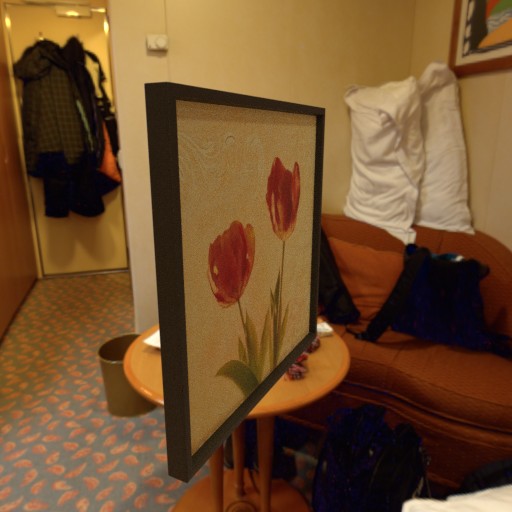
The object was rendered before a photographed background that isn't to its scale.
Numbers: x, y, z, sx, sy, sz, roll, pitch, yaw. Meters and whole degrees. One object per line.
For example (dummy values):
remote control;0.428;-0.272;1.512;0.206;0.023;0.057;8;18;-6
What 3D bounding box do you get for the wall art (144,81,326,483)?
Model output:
wall art;0.000;0.000;0.523;0.038;0.349;0.349;8;17;26
